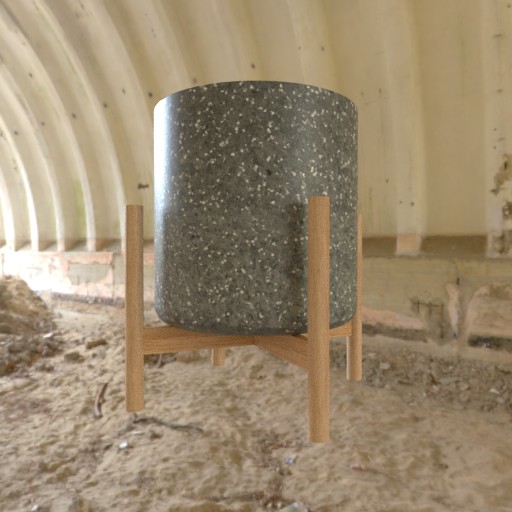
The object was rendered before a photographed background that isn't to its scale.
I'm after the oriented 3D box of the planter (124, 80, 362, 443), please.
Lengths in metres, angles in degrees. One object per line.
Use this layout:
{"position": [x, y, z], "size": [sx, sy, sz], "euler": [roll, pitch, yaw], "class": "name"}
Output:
{"position": [0.000, 0.000, 0.678], "size": [0.360, 0.419, 0.360], "euler": [0, 1, -1], "class": "planter"}
